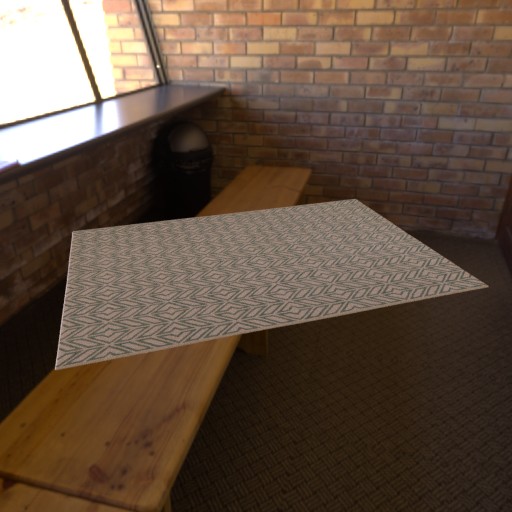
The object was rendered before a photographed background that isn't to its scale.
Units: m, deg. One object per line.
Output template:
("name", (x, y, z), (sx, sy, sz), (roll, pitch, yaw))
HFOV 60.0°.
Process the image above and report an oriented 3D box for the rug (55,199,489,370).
("rug", (0.000, 0.000, 2.280), (1.828, 0.007, 1.220), (-8, 28, -16))
